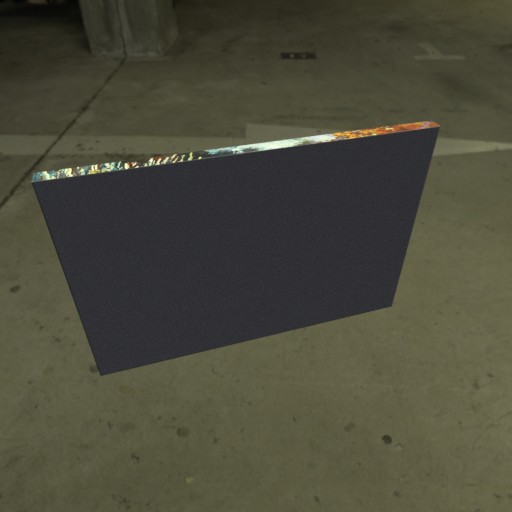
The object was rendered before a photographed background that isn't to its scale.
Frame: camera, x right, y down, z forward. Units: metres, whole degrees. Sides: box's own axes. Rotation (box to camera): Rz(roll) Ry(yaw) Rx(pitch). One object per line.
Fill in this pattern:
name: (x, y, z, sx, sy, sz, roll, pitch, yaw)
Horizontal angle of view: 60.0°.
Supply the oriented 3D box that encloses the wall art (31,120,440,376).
wall art: (0.000, 0.000, 1.152, 0.908, 0.604, 0.037, -11, 40, -13)
